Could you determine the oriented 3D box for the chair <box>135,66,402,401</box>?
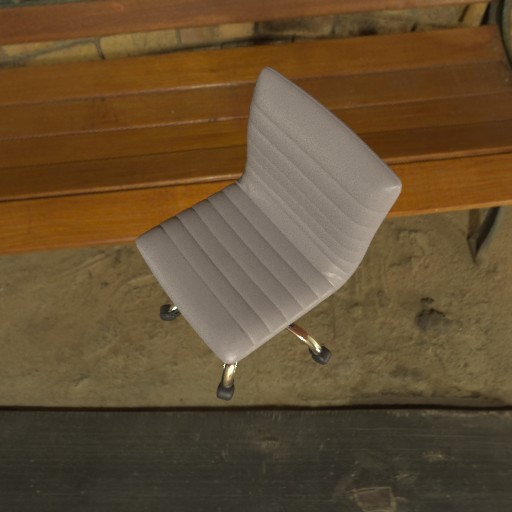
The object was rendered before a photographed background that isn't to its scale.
[{"bbox_3d":[0.000,0.000,1.140,0.542,0.750,0.569,-35,68,-17],"label":"chair"}]
